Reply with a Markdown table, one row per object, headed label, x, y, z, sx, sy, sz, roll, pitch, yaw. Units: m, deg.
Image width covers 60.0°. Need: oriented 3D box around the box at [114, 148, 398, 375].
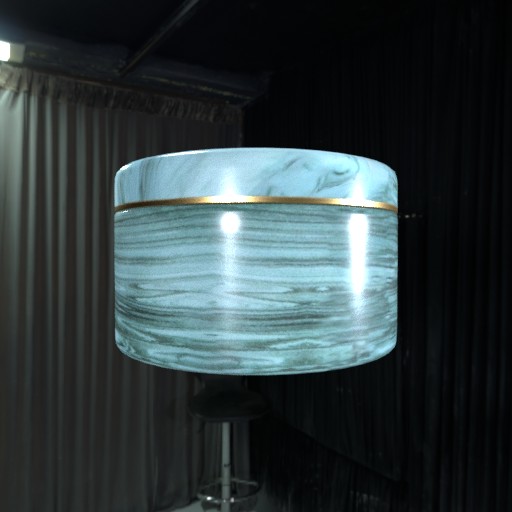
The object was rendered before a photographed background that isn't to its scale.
| label | x | y | z | sx | sy | sz | roll | pitch | yaw |
| --- | --- | --- | --- | --- | --- | --- | --- | --- | --- |
| box | 0.000 | 0.000 | 0.167 | 0.101 | 0.063 | 0.101 | 0 | 1 | 0 |
